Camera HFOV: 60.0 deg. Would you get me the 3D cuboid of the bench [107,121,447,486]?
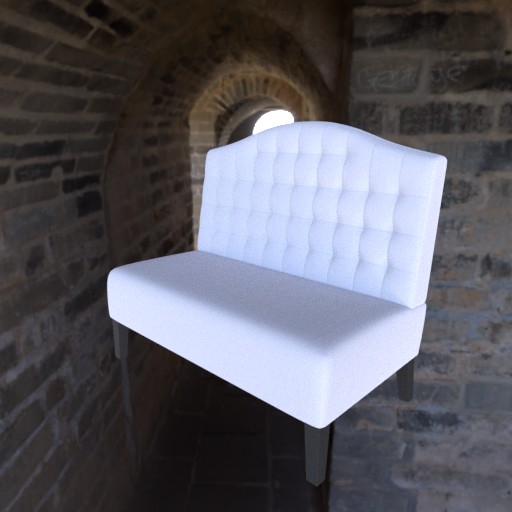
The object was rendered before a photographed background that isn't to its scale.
[{"bbox_3d":[0.000,0.000,2.003,1.335,1.180,0.815,14,20,42],"label":"bench"}]
